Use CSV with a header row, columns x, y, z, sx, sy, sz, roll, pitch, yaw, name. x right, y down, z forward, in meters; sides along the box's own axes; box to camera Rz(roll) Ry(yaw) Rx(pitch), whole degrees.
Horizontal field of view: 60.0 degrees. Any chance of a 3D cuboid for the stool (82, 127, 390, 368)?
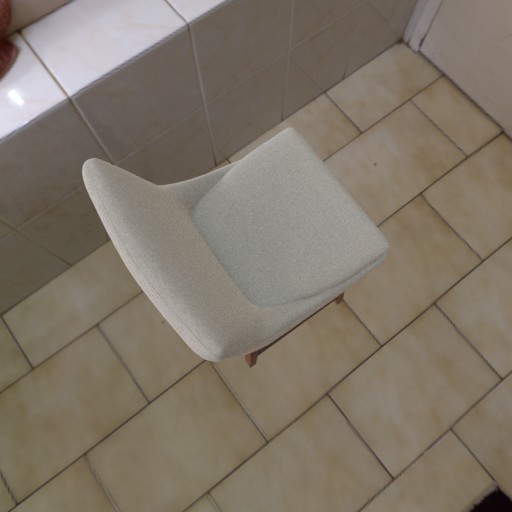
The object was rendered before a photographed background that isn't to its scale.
x,y,z,sx,sy,sz,roll,pitch,yaw,name
0.000,0.000,1.288,0.559,0.991,0.469,-34,77,-9,stool
